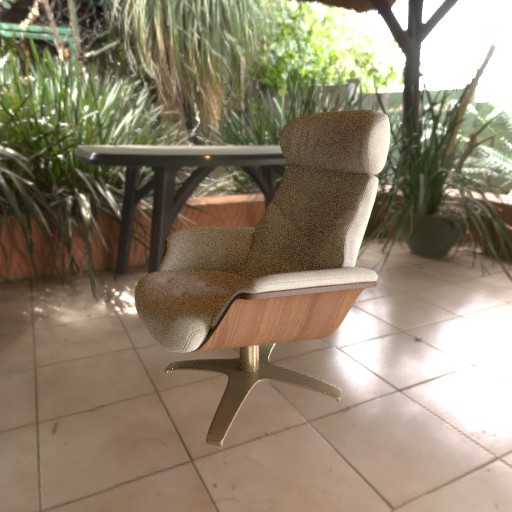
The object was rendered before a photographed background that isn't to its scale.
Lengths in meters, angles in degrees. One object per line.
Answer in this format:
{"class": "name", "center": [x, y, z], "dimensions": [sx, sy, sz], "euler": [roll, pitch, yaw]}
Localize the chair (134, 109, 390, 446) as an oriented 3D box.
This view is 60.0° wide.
{"class": "chair", "center": [0.000, 0.000, 1.574], "dimensions": [0.837, 0.995, 0.785], "euler": [-8, 18, -27]}
